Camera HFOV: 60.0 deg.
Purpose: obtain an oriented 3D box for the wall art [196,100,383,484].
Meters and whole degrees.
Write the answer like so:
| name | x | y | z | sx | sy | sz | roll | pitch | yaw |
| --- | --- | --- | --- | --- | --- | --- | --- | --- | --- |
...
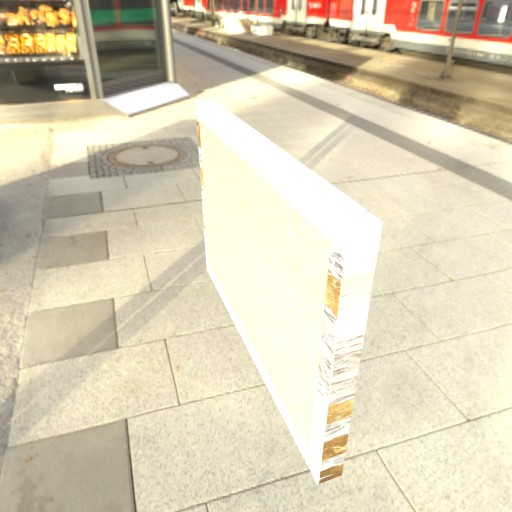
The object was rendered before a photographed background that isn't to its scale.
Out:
| name | x | y | z | sx | sy | sz | roll | pitch | yaw |
| --- | --- | --- | --- | --- | --- | --- | --- | --- | --- |
| wall art | 0.000 | 0.000 | 0.773 | 0.041 | 0.407 | 0.606 | -11 | 32 | -18 |
